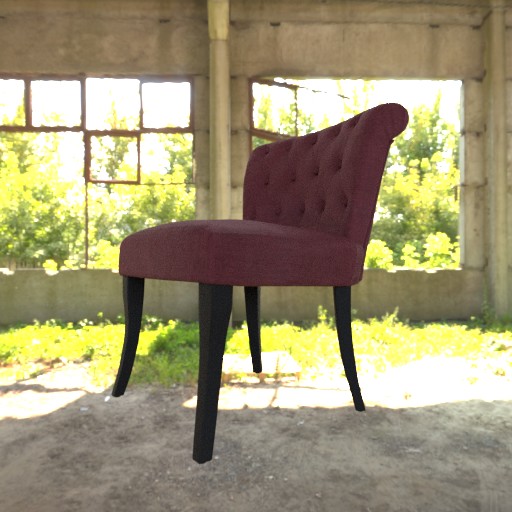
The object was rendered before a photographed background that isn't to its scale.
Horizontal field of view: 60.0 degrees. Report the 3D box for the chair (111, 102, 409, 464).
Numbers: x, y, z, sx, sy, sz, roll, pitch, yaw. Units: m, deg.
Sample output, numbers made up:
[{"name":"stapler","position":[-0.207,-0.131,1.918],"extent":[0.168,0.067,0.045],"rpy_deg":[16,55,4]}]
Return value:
[{"name":"chair","position":[0.000,0.000,1.161],"extent":[0.605,0.750,0.582],"rpy_deg":[0,0,-36]}]
